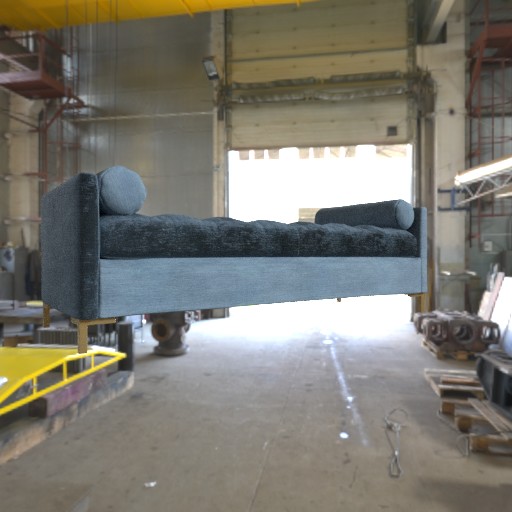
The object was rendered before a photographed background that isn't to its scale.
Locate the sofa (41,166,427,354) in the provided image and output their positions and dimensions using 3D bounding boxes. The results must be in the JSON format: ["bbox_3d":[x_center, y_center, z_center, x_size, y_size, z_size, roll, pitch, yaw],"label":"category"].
[{"bbox_3d":[0.000,0.000,2.485,2.102,0.705,0.796,0,0,-35],"label":"sofa"}]
